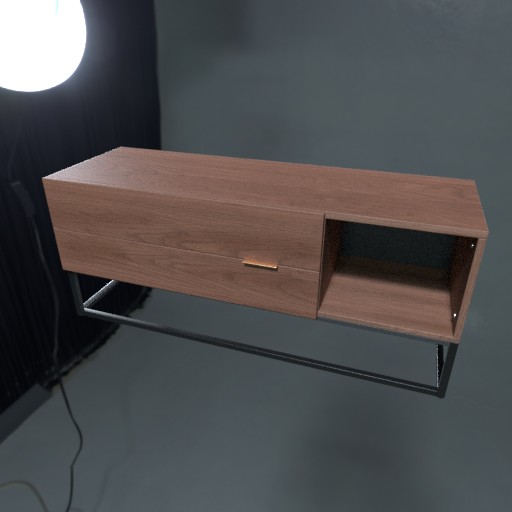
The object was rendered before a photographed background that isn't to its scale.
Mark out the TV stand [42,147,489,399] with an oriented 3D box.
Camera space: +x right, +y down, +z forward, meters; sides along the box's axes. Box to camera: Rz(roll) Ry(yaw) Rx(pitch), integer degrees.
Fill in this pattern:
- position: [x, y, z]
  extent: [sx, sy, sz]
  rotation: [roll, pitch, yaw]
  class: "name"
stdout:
- position: [0.000, 0.000, 1.406]
  extent: [1.200, 0.500, 0.415]
  rotation: [9, 29, 17]
  class: "TV stand"
